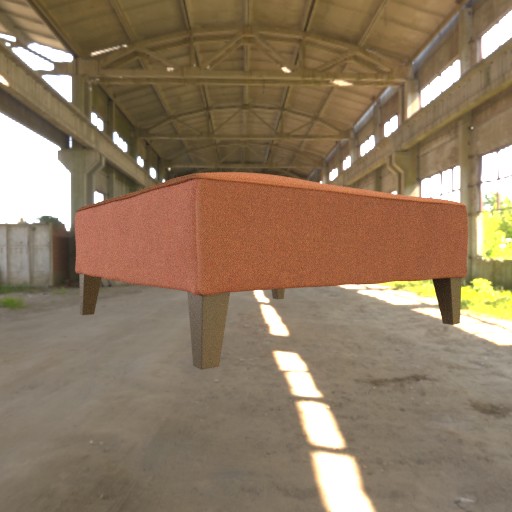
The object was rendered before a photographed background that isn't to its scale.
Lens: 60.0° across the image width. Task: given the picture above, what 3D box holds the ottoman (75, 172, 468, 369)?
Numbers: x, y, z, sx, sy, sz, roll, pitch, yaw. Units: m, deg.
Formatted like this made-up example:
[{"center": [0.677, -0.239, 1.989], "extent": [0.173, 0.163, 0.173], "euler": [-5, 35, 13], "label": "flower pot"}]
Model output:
[{"center": [0.000, 0.000, 1.546], "extent": [0.997, 0.438, 0.999], "euler": [-1, 1, -36], "label": "ottoman"}]
